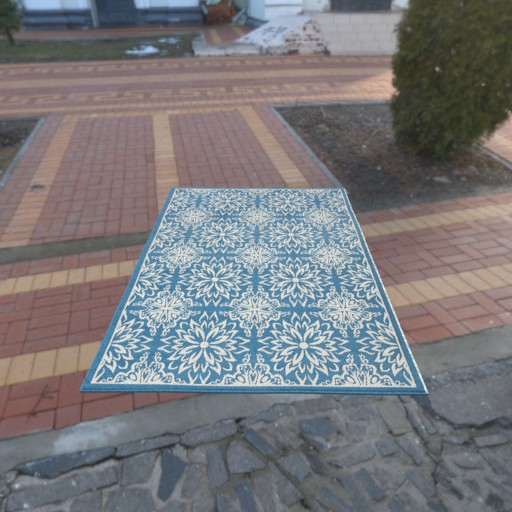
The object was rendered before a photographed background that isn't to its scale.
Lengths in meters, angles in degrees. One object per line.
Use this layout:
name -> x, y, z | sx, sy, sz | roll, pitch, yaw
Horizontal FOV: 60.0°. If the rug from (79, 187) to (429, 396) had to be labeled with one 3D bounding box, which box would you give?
rug -> 0.000, 0.000, 3.497 | 1.830, 0.018, 2.769 | 0, 31, 1
